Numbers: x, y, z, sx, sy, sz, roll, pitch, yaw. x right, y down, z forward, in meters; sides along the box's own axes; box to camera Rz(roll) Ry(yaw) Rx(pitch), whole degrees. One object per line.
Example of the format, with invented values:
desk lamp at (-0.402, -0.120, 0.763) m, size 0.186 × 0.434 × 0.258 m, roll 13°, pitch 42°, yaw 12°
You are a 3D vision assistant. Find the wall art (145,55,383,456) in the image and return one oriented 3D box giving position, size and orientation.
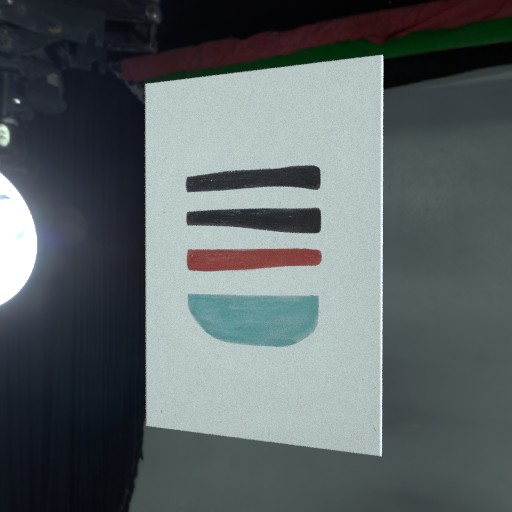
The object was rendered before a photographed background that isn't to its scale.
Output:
wall art at (0.000, 0.000, 1.108) m, size 0.607 × 0.912 × 0.038 m, roll 0°, pitch 1°, yaw 17°
